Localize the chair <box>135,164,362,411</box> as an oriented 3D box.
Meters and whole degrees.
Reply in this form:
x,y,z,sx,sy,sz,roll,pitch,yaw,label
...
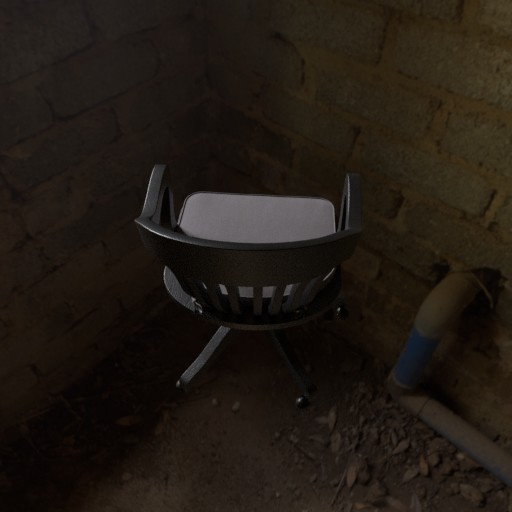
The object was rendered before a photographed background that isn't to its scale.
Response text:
x,y,z,sx,sy,sz,roll,pitch,yaw,label
0.000,0.000,1.464,0.750,0.878,0.788,3,47,3,chair
